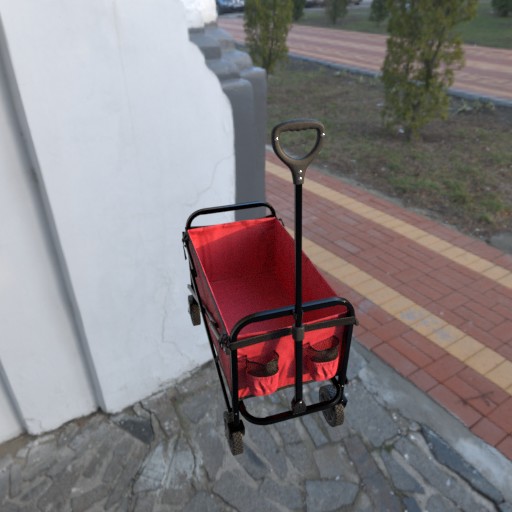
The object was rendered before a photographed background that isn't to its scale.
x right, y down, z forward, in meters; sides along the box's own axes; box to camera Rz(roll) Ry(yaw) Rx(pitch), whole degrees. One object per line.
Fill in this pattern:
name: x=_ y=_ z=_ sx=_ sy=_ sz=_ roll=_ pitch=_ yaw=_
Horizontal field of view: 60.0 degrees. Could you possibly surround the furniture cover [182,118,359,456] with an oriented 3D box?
furniture cover: x=0.000 y=0.000 z=1.819 sx=0.532 sy=1.295 sz=1.038 roll=-10 pitch=33 yaw=-15
